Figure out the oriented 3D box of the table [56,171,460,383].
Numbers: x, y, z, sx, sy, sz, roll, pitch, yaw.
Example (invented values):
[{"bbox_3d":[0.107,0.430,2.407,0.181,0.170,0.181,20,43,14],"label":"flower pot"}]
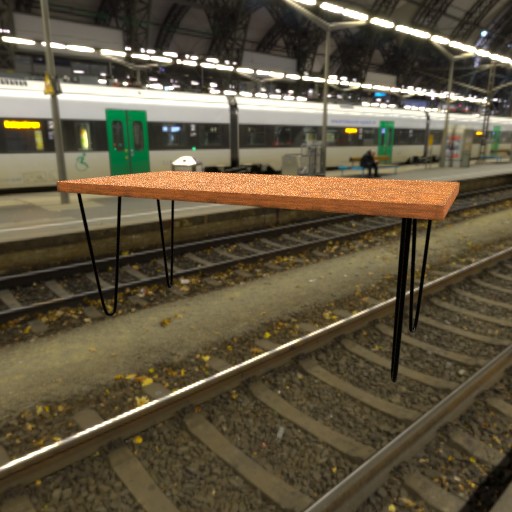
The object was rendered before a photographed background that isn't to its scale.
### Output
[{"bbox_3d":[0.000,0.000,2.276,1.791,0.753,0.883,7,16,26],"label":"table"}]
